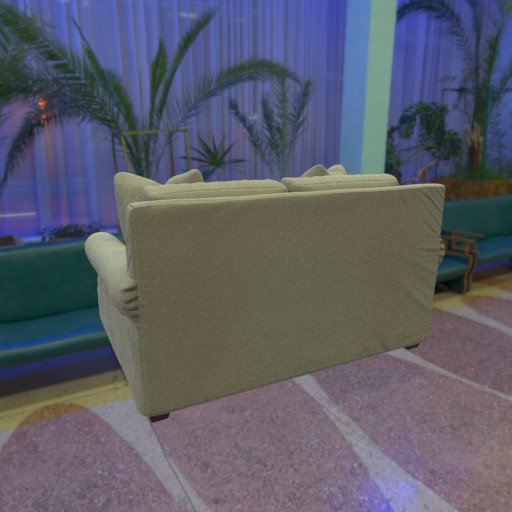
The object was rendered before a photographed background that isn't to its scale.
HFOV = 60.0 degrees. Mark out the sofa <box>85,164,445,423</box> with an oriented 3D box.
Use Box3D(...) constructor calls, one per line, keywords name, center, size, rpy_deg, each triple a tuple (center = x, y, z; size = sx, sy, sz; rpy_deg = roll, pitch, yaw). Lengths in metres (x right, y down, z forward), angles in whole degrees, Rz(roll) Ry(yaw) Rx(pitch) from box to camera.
Box3D(name="sofa", center=(0.000, 0.000, 2.242), size=(1.550, 0.905, 1.070), rpy_deg=(-7, 17, -26))
